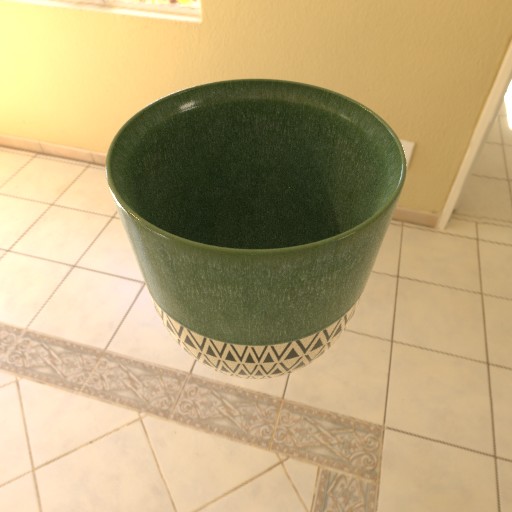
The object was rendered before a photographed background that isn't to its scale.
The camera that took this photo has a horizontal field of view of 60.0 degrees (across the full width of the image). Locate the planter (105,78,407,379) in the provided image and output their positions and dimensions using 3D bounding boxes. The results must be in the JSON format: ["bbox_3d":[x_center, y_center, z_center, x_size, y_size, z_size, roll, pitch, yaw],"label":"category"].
[{"bbox_3d":[0.000,0.000,0.371,0.195,0.214,0.195,0,47,0],"label":"planter"}]
